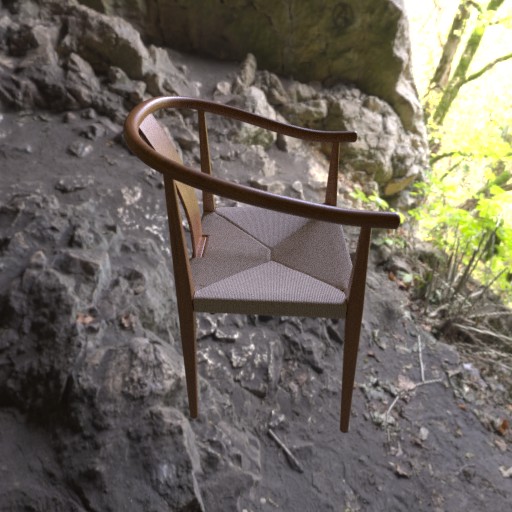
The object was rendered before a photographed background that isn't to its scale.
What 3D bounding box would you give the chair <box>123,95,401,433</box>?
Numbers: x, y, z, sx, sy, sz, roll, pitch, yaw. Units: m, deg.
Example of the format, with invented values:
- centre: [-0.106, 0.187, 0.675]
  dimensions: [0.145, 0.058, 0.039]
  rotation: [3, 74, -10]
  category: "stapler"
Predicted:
- centre: [0.000, 0.000, 1.229]
  dimensions: [0.579, 0.800, 0.556]
  rotation: [1, 33, 2]
  category: "chair"
